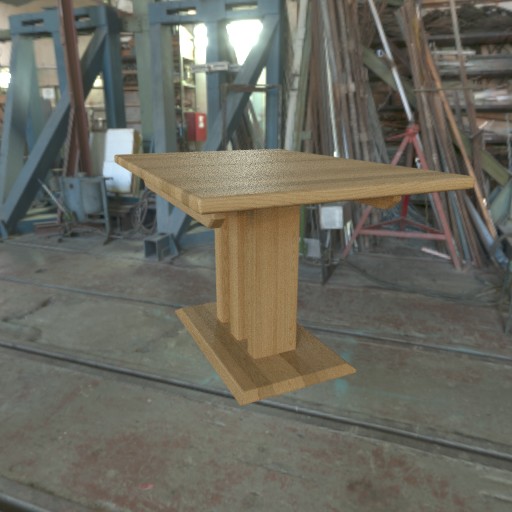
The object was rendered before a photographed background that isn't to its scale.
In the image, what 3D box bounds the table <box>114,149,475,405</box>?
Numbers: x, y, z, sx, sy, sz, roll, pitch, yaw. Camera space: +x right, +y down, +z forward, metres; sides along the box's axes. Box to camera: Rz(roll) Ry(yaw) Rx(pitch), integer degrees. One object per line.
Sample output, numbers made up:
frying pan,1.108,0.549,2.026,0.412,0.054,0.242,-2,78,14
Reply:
table,0.000,0.000,1.868,0.900,0.770,1.300,-8,19,-24
